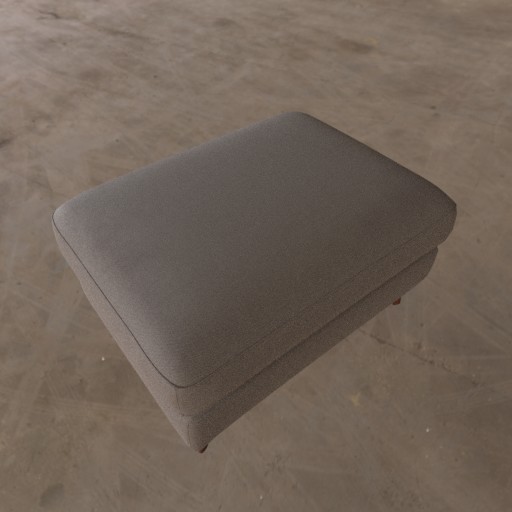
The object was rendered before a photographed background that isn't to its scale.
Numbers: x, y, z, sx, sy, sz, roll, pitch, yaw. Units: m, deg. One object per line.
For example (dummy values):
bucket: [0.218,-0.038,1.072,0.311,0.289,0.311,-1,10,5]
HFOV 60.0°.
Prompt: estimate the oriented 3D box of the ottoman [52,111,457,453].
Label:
ottoman: [0.000,0.000,1.147,0.811,0.449,0.608,-29,52,-26]
